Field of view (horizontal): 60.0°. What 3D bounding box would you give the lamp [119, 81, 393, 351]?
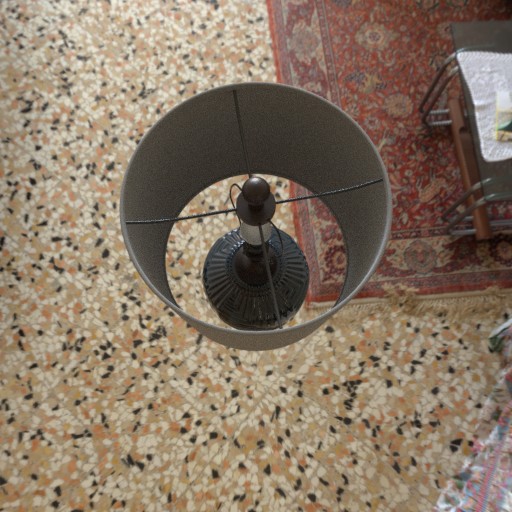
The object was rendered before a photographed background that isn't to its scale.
[{"bbox_3d":[0.000,0.000,0.755,0.318,0.567,0.318,0,74,0],"label":"lamp"}]
